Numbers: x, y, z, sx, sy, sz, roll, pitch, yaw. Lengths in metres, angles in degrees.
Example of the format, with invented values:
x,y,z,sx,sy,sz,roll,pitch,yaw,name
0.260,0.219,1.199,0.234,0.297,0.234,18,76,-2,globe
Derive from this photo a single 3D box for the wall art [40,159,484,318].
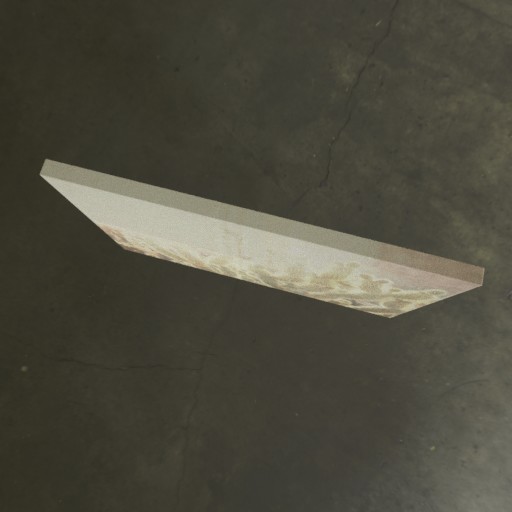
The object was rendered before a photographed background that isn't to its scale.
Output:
x,y,z,sx,sy,sz,roll,pitch,yaw,name
0.000,0.000,1.186,0.916,0.608,0.040,14,77,3,wall art
